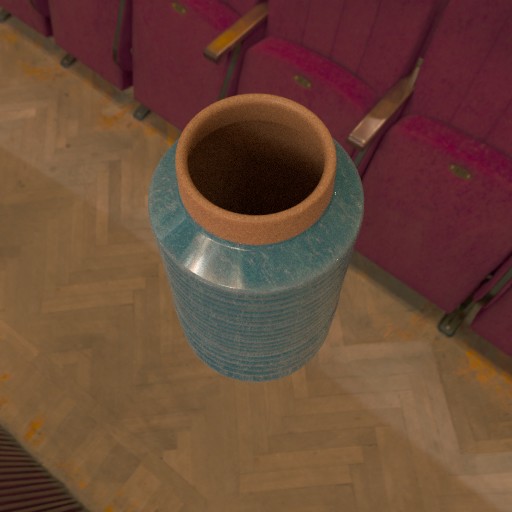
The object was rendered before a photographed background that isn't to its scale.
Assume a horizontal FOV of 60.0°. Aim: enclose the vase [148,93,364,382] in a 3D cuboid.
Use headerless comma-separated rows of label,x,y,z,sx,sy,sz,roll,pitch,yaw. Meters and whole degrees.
vase,0.000,0.000,0.367,0.163,0.267,0.163,0,64,0
